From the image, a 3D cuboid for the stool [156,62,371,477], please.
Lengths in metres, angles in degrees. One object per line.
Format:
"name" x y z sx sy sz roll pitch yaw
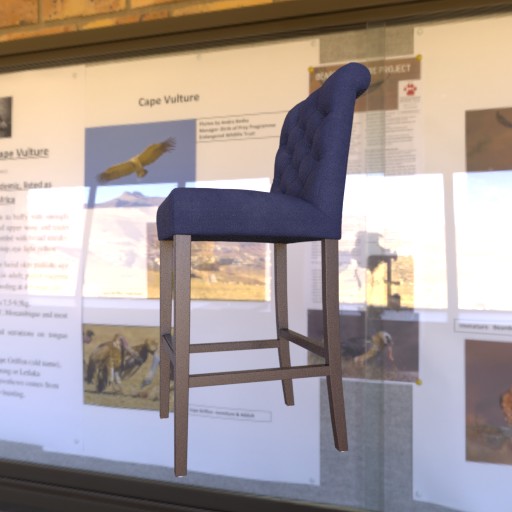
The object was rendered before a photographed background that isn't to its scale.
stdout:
"stool" 0.000 0.000 1.435 0.601 1.140 0.493 0 0 -17
